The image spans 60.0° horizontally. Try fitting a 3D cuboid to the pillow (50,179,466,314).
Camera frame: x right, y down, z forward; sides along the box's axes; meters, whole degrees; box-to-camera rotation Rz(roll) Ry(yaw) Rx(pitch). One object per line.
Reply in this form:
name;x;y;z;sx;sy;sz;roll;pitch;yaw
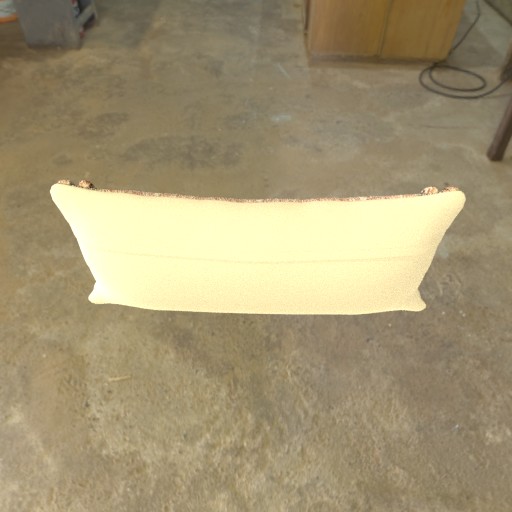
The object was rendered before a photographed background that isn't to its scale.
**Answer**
pillow;0.000;0.000;0.741;0.635;0.282;0.139;1;45;1
